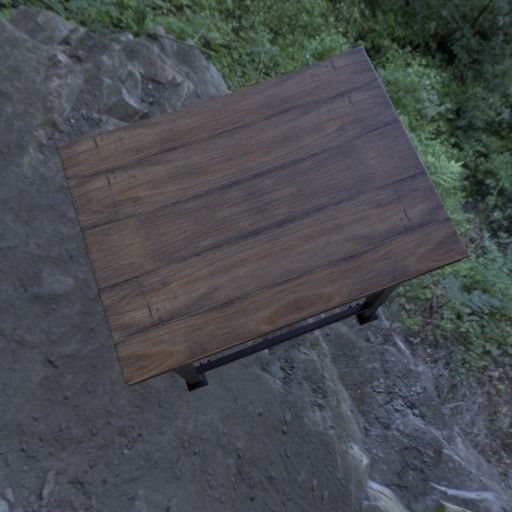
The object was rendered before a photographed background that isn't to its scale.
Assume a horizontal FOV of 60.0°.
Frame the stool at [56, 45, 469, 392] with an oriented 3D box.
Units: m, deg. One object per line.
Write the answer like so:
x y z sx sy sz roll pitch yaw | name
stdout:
0.000 0.000 0.903 0.486 0.625 0.405 -20 76 -5 | stool
